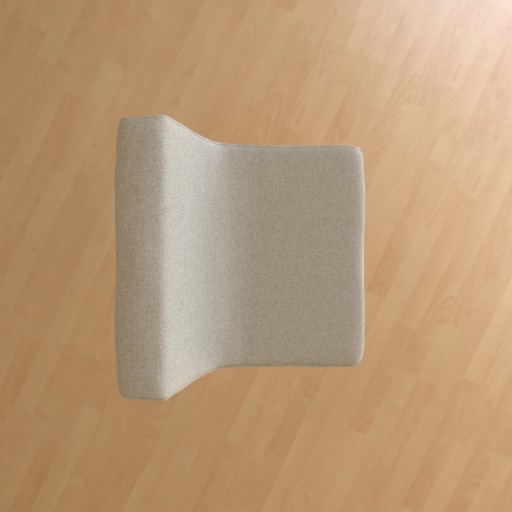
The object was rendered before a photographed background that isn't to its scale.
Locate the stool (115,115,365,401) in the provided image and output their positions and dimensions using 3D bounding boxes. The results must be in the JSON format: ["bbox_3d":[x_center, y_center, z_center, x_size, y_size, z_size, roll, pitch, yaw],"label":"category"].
[{"bbox_3d":[0.000,0.000,1.227,0.500,0.937,0.511,0,91,0],"label":"stool"}]
